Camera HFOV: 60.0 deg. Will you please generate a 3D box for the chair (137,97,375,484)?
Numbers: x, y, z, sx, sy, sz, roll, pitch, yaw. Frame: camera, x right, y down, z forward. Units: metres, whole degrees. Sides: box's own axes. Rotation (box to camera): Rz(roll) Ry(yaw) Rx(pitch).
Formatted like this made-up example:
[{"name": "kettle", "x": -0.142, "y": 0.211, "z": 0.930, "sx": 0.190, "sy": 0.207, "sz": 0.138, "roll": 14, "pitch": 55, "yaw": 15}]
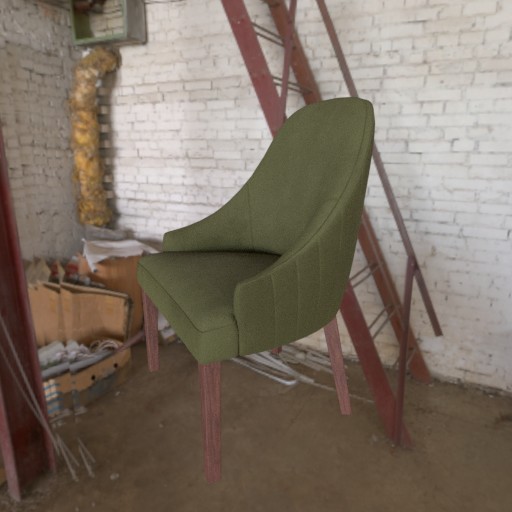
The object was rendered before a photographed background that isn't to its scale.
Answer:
[{"name": "chair", "x": 0.000, "y": 0.000, "z": 1.289, "sx": 0.575, "sy": 0.889, "sz": 0.643, "roll": -7, "pitch": 16, "yaw": -25}]
